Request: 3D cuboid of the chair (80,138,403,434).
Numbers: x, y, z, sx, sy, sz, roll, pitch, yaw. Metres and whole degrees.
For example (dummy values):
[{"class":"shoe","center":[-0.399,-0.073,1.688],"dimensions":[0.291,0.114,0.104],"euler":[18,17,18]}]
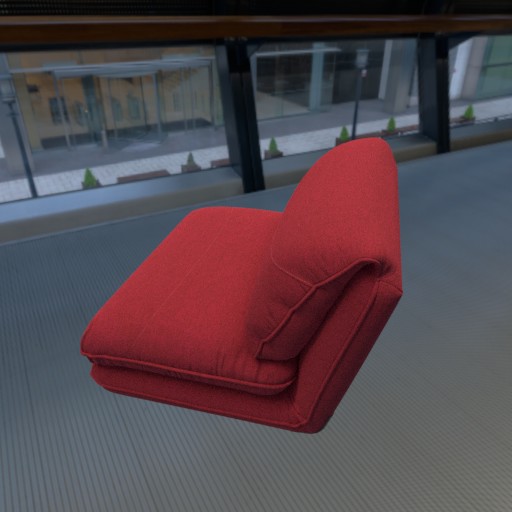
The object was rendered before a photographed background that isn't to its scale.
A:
[{"class":"chair","center":[0.000,0.000,1.340],"dimensions":[0.780,0.580,0.820],"euler":[8,31,13]}]
